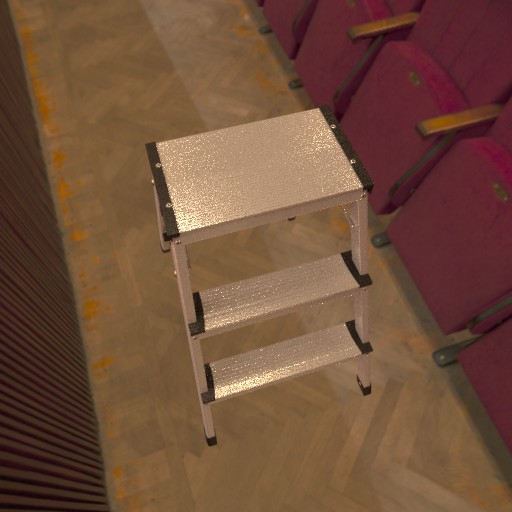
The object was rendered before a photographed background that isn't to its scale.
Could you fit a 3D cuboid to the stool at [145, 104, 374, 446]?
[{"bbox_3d":[0.000,0.000,1.009,0.437,0.605,0.622,-15,60,-9],"label":"stool"}]
